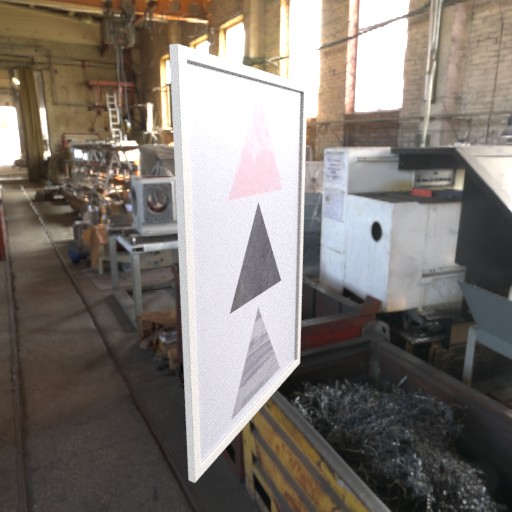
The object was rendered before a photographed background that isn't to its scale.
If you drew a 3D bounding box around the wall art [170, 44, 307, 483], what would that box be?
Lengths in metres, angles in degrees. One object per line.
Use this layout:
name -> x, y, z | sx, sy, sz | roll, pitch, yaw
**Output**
wall art -> 0.000, 0.000, 0.838 | 0.013, 0.656, 0.456 | 7, 16, 26
